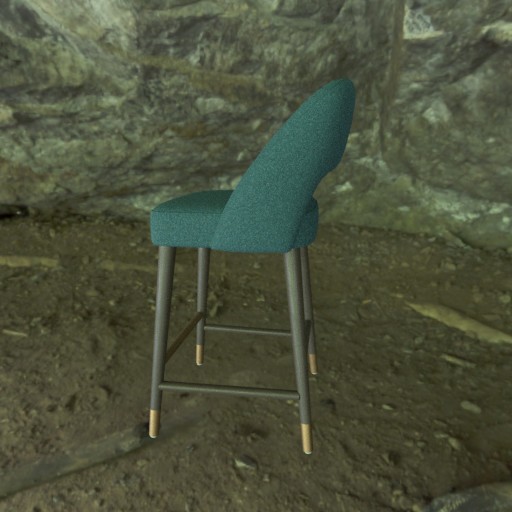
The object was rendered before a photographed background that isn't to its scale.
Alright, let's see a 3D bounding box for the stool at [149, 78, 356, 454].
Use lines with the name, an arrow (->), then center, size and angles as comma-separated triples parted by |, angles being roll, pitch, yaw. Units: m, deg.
stool -> 0.000, 0.000, 1.288 | 0.522, 0.939, 0.536 | 2, 13, 9
